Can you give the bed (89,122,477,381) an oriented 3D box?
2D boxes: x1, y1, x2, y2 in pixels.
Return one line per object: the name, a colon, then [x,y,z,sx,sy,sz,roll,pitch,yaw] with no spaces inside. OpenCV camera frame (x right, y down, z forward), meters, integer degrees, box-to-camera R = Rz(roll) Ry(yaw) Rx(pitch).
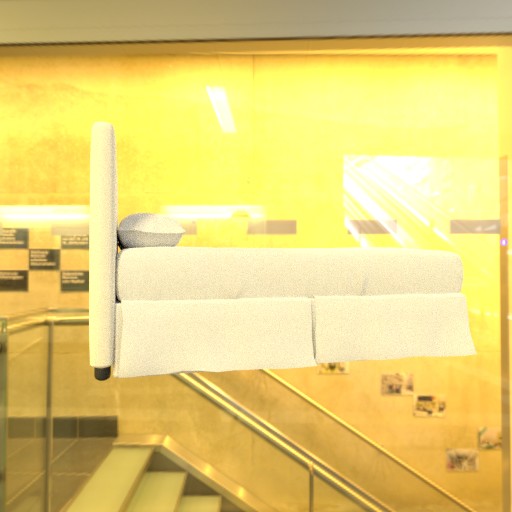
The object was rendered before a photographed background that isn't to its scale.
bed: [0.000,0.000,3.465,2.341,1.317,2.119,0,-1,-17]
